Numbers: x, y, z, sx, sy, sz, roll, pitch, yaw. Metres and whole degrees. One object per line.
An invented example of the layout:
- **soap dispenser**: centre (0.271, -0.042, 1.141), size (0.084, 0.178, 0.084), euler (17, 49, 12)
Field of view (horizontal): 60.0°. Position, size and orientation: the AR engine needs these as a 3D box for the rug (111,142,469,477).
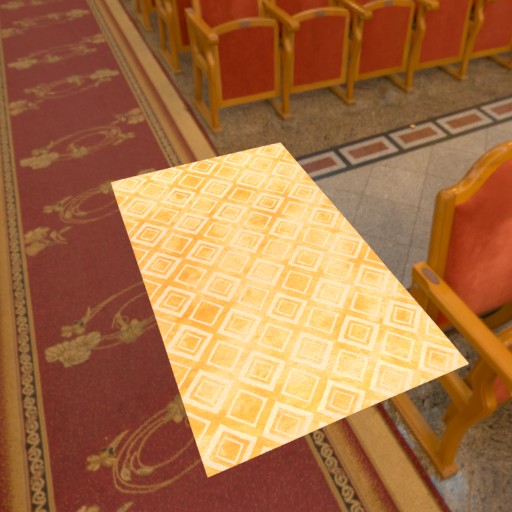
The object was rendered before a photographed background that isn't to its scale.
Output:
- **rug**: centre (0.000, 0.000, 3.002), size (1.511, 0.010, 2.424), euler (-17, 49, -16)
